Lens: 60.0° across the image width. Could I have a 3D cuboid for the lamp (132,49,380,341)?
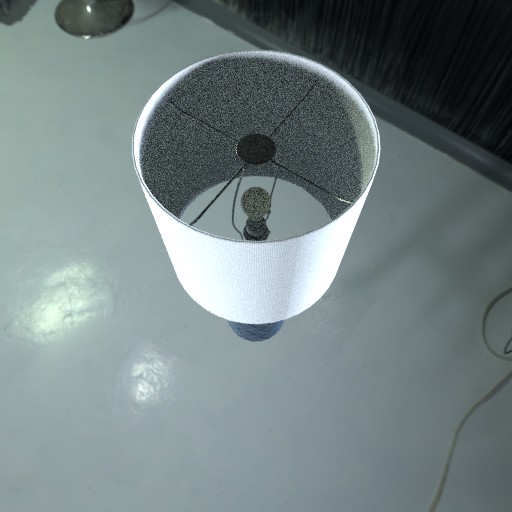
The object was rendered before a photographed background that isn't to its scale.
[{"bbox_3d":[0.000,0.000,0.577,0.207,0.461,0.207,32,68,15],"label":"lamp"}]
